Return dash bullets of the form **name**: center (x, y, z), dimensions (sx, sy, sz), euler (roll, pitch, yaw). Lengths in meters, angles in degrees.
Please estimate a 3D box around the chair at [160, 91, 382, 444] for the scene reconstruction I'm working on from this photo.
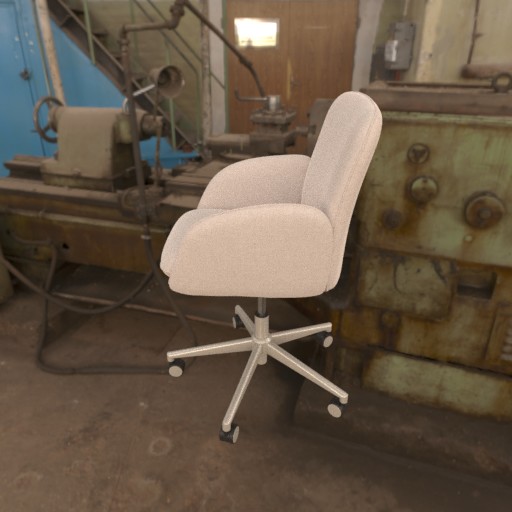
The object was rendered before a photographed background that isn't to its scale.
- **chair**: center (0.000, 0.000, 1.399), dimensions (0.633, 0.959, 0.648), euler (0, 26, 1)
